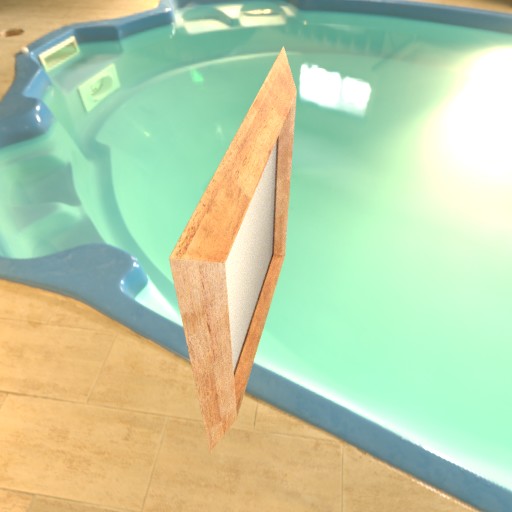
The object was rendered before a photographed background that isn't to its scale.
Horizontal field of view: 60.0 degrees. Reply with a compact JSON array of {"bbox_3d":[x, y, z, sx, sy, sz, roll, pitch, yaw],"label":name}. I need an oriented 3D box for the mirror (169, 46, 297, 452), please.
[{"bbox_3d":[0.000,0.000,0.981,0.047,0.651,0.651,11,48,10],"label":"mirror"}]
